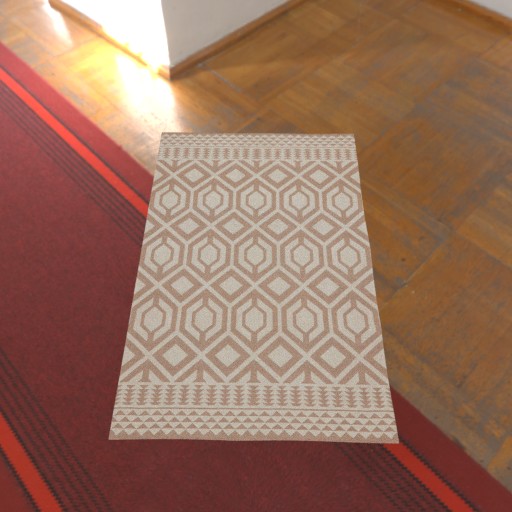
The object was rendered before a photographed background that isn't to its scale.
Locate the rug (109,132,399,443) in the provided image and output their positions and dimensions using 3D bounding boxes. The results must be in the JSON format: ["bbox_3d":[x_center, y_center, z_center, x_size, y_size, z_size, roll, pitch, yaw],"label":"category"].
[{"bbox_3d":[0.000,0.000,2.340,1.219,0.008,1.829,1,59,0],"label":"rug"}]
